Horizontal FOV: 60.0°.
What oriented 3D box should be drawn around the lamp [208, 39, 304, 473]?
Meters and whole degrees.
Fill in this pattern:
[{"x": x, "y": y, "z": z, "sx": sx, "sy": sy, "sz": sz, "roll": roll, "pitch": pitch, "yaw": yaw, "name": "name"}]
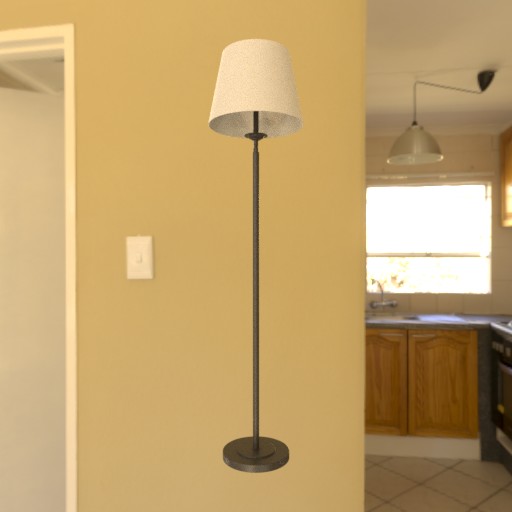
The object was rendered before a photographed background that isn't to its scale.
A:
[{"x": 0.000, "y": 0.000, "z": 1.626, "sx": 0.348, "sy": 1.473, "sz": 0.348, "roll": 0, "pitch": 0, "yaw": -1, "name": "lamp"}]
